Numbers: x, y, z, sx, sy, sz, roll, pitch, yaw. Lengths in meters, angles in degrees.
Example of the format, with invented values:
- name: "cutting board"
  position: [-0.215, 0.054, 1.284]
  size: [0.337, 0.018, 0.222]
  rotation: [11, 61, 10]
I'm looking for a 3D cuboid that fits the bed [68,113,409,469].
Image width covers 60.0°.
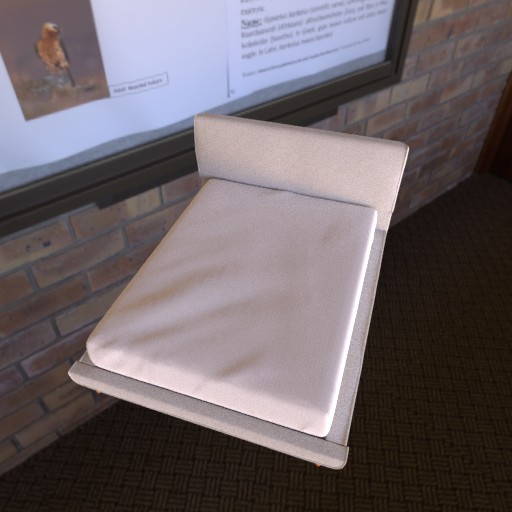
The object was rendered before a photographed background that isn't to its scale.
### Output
- name: "bed"
  position: [0.000, 0.000, 3.550]
  size: [1.980, 1.126, 2.498]
  rotation: [13, 44, 14]
